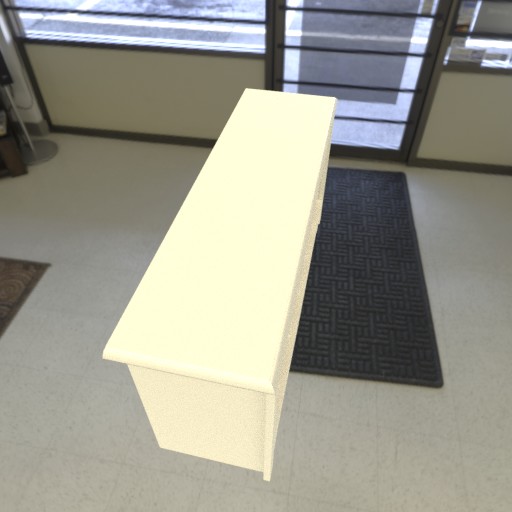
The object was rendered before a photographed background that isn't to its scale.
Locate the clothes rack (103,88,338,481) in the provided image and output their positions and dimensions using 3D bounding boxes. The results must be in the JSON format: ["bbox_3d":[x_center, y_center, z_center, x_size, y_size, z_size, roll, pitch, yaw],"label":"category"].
[{"bbox_3d":[0.000,0.000,1.353,0.324,0.531,1.120,9,46,9],"label":"clothes rack"}]
